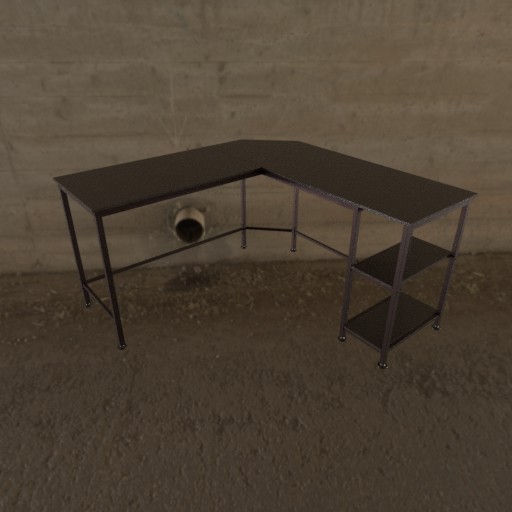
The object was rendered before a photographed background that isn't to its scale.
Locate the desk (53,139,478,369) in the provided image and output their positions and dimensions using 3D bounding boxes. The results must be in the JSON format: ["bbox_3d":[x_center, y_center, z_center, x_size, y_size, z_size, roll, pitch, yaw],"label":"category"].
[{"bbox_3d":[0.000,0.000,2.202,1.379,0.739,1.379,-21,36,-33],"label":"desk"}]
